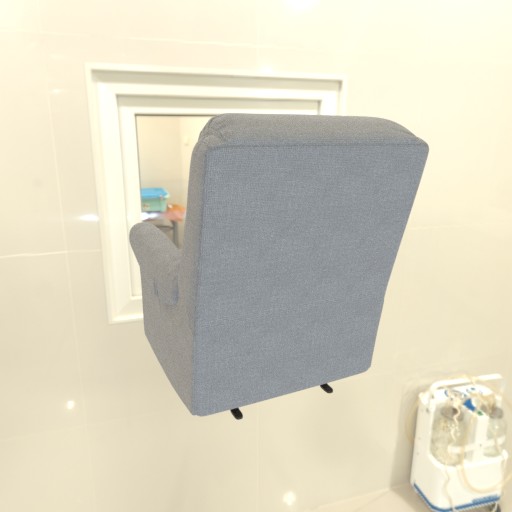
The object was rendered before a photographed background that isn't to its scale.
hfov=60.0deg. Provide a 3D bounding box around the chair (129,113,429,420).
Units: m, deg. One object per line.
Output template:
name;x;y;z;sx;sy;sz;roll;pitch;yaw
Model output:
chair;0.000;0.000;1.778;0.838;1.054;1.014;-7;17;-25
